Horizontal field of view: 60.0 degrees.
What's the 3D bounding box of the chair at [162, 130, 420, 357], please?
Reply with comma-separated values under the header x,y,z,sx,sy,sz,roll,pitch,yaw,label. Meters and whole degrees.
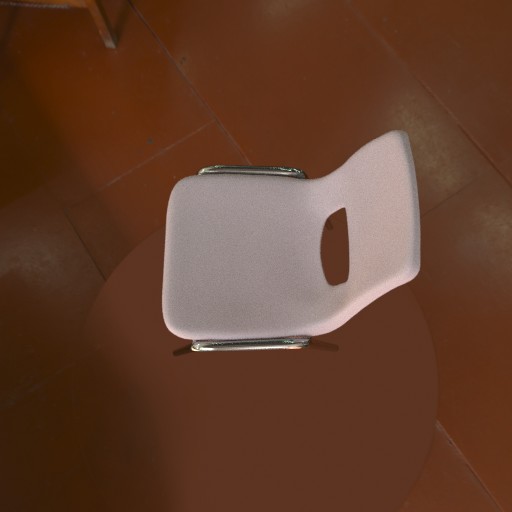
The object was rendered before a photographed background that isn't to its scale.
x,y,z,sx,sy,sz,roll,pitch,yaw,label
0.000,0.000,0.898,0.436,0.653,0.381,0,76,0,chair
